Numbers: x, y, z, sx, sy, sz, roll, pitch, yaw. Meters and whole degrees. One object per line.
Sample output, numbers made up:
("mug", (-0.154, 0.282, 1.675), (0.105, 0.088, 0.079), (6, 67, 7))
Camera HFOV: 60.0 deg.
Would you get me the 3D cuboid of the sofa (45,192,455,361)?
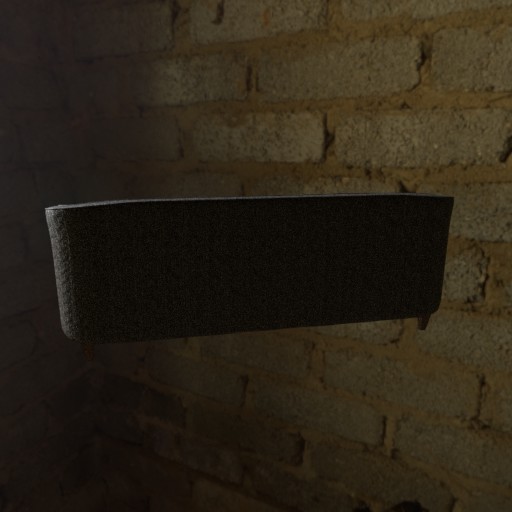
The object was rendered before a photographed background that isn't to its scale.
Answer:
("sofa", (0.000, 0.000, 2.770), (2.278, 0.855, 0.941), (-3, 15, -11))
